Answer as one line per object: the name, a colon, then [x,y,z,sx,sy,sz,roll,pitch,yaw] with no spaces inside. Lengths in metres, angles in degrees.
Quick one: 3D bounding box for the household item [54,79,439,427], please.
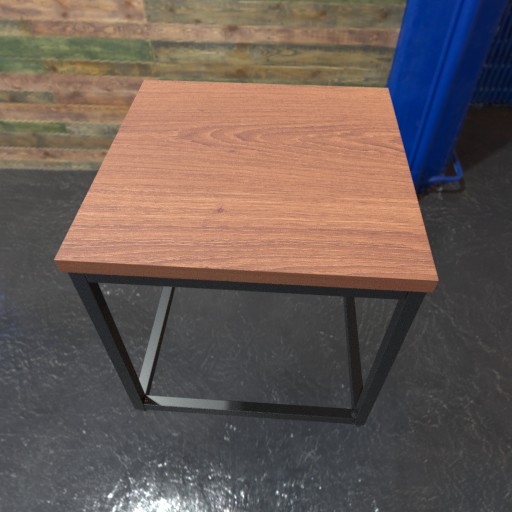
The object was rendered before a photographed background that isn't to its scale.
household item: [0.000,0.000,0.741,0.400,0.400,0.400,3,48,3]
